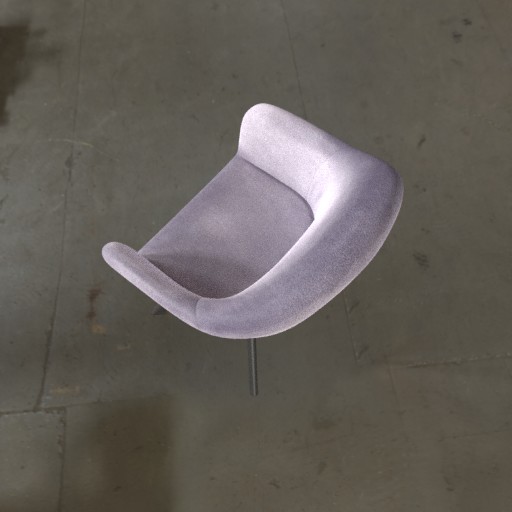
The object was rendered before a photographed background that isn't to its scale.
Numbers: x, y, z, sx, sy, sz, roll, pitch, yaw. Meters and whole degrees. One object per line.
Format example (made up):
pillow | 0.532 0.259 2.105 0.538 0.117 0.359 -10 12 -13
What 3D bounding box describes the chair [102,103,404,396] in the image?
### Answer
chair | 0.000 0.000 1.166 0.540 0.780 0.570 35 69 16
